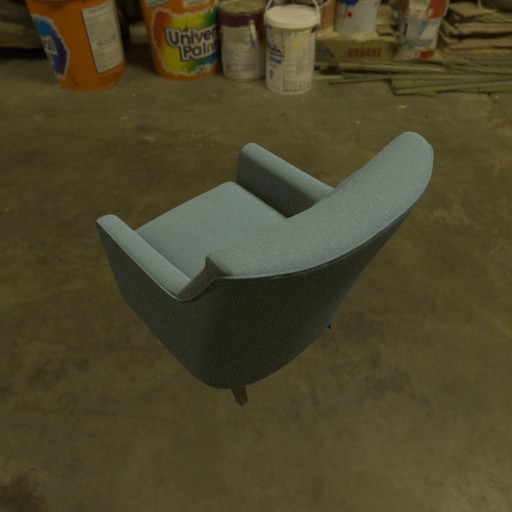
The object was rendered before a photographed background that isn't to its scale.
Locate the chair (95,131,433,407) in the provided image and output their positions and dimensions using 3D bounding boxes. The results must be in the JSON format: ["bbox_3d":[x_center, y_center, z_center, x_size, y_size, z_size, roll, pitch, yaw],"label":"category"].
[{"bbox_3d":[0.000,0.000,1.545,0.756,0.916,0.879,-34,55,-28],"label":"chair"}]
